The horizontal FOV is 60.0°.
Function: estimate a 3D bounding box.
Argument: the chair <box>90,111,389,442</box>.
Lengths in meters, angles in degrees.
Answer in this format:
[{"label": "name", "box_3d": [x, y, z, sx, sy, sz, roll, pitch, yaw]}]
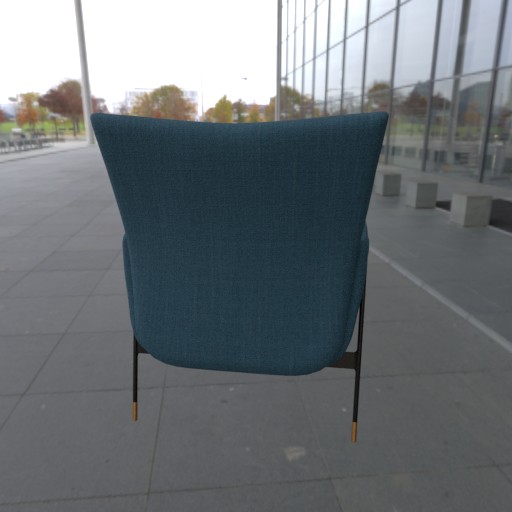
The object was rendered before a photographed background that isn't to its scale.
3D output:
[{"label": "chair", "box_3d": [0.000, 0.000, 1.425, 0.678, 0.859, 0.769, 2, 16, 8]}]
